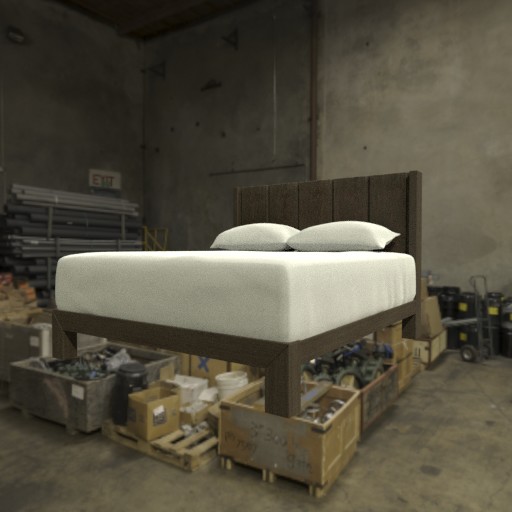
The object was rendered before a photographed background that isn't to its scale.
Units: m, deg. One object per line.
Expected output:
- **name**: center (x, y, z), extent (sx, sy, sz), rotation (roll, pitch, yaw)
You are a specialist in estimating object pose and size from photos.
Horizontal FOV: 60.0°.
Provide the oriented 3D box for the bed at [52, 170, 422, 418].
- **bed**: center (0.000, 0.000, 3.087), extent (1.735, 1.261, 1.992), rotation (1, 2, 35)
